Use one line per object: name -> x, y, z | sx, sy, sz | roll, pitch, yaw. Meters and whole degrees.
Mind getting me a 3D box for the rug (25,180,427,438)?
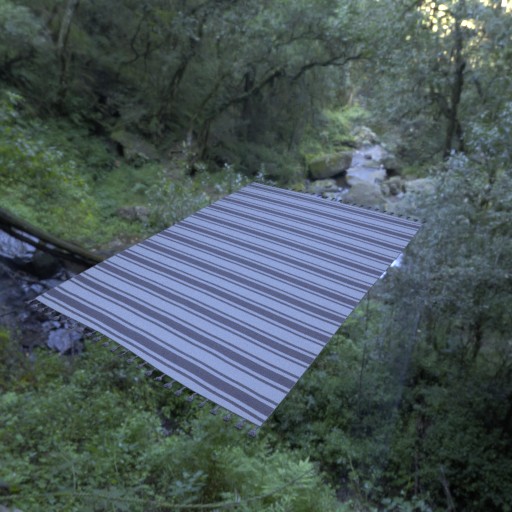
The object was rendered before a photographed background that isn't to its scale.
rug -> 0.000, 0.000, 3.799 | 2.030, 0.017, 3.040 | 19, 36, 29
